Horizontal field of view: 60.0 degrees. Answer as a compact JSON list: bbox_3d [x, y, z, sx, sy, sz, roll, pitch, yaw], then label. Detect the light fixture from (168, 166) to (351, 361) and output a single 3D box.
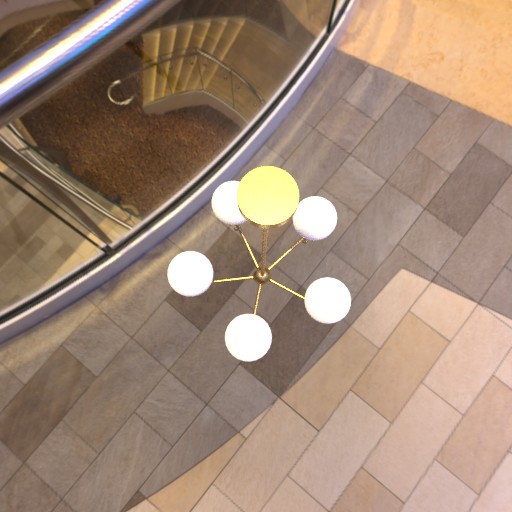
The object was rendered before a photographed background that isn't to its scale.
[{"bbox_3d":[0.000,0.000,1.782,0.785,1.331,0.815,-7,77,-2],"label":"light fixture"}]
